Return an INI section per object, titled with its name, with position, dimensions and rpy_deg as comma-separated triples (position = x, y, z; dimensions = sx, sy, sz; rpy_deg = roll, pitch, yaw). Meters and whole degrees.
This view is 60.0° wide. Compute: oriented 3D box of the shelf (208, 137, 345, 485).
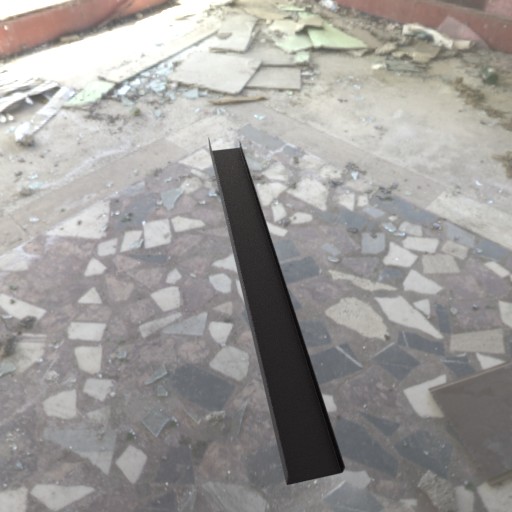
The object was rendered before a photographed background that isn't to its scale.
[shelf]
position = 0.000, 0.000, 0.981
dimensions = 0.092, 0.049, 0.924
rpy_deg = -8, 47, -8
